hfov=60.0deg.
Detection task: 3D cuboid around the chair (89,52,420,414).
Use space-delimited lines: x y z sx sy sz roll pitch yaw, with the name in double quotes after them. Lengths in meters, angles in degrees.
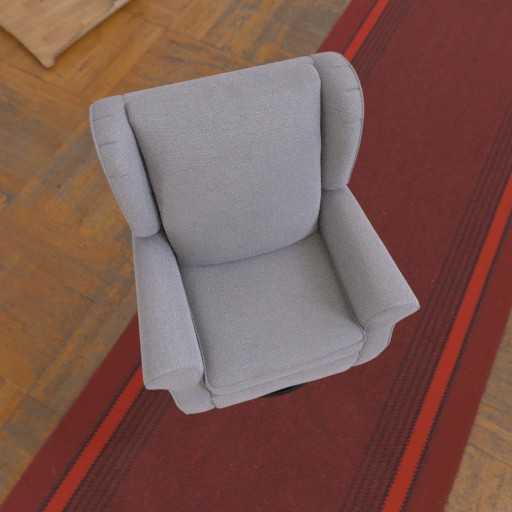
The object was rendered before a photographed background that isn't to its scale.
0.000 0.000 1.588 0.906 0.966 0.854 -15 65 -7 "chair"
